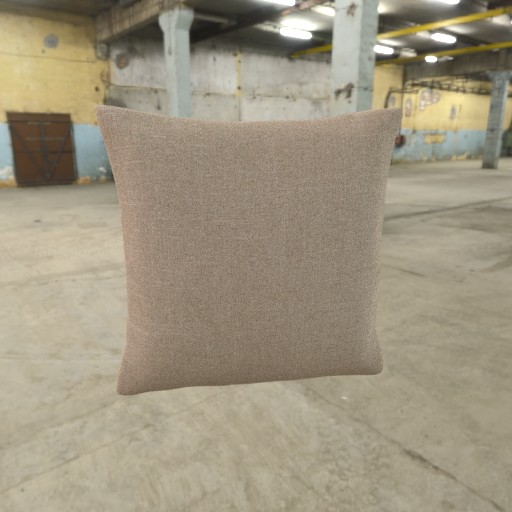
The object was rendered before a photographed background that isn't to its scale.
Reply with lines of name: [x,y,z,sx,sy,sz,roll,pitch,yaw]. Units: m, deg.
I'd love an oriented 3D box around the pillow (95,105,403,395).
pillow: [0.000,0.000,0.665,0.435,0.428,0.148,-2,14,-9]
